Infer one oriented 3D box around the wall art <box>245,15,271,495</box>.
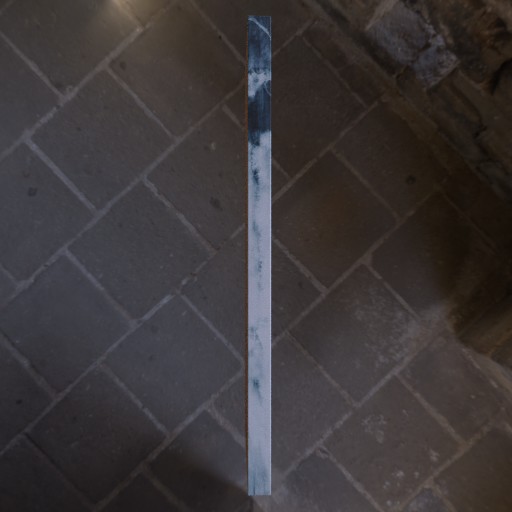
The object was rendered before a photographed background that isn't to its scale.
[{"bbox_3d":[0.000,0.000,0.827,0.037,0.251,0.759,0,90,-2],"label":"wall art"}]
